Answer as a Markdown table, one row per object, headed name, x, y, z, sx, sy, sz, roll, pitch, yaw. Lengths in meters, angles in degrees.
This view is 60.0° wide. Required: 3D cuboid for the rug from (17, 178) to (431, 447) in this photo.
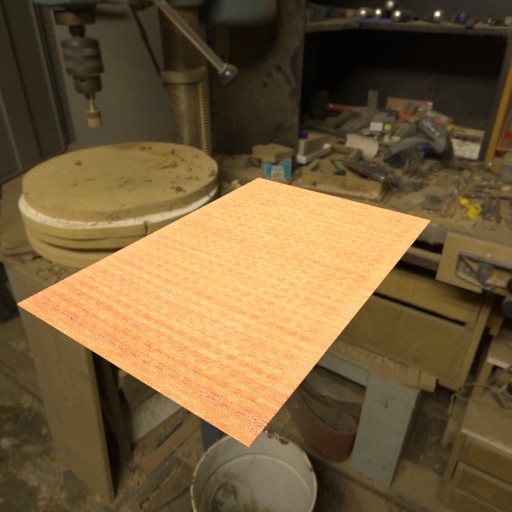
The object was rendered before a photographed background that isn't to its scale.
| name | x | y | z | sx | sy | sz | roll | pitch | yaw |
| --- | --- | --- | --- | --- | --- | --- | --- | --- | --- |
| rug | 0.000 | 0.000 | 2.806 | 1.524 | 0.006 | 2.285 | 19 | 36 | 29 |
